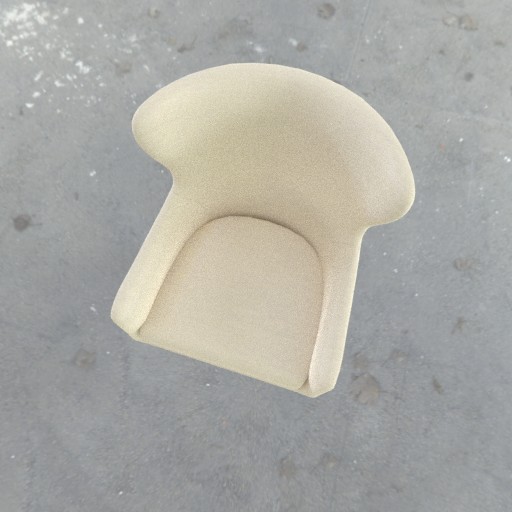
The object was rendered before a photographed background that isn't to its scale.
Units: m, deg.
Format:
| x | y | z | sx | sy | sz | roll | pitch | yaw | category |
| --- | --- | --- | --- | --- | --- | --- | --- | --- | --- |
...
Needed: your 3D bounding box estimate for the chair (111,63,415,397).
| x | y | z | sx | sy | sz | roll | pitch | yaw | category |
| --- | --- | --- | --- | --- | --- | --- | --- | --- | --- |
| 0.000 | 0.000 | 1.459 | 0.696 | 0.990 | 0.744 | 17 | 74 | 5 | chair |
